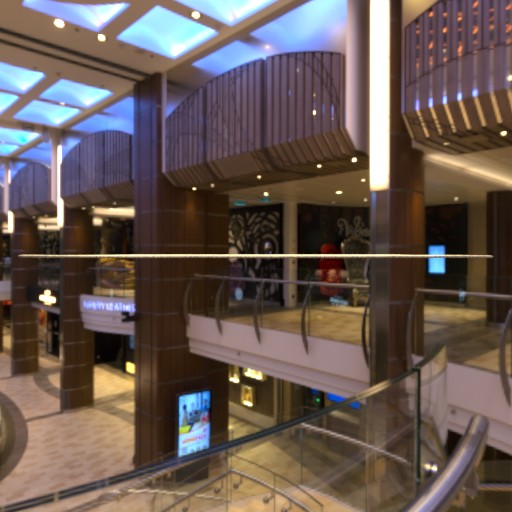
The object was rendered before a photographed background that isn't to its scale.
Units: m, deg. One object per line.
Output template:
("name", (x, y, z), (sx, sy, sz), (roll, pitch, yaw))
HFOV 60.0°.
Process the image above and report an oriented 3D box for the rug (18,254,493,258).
("rug", (0.000, 0.000, 2.348), (1.850, 0.015, 1.250), (0, 0, 1))
